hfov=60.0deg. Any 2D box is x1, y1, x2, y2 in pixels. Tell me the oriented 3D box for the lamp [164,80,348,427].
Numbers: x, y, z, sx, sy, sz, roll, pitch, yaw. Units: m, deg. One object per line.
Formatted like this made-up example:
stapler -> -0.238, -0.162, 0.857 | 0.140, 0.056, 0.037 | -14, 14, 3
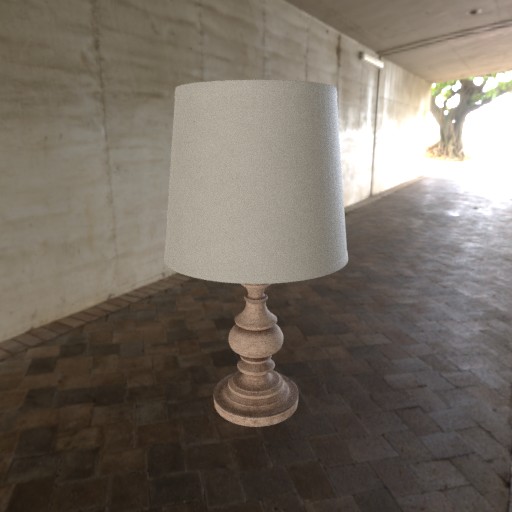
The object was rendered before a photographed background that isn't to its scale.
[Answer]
lamp -> 0.000, 0.000, 0.669 | 0.273, 0.497, 0.273 | 0, 15, 0
